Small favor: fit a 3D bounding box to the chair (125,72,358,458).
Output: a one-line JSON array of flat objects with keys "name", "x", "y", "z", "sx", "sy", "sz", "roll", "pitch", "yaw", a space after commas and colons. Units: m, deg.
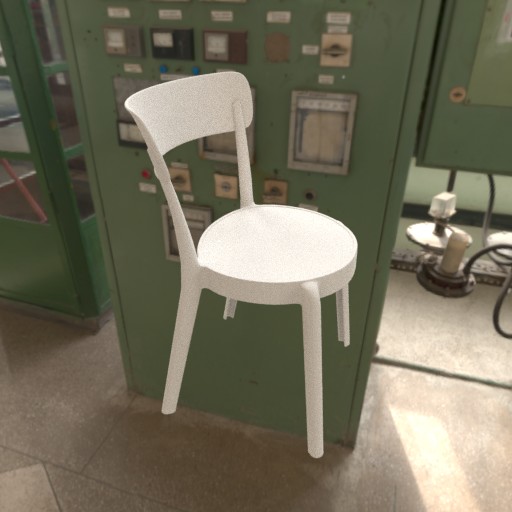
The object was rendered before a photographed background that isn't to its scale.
[{"name": "chair", "x": 0.000, "y": 0.000, "z": 1.115, "sx": 0.491, "sy": 0.790, "sz": 0.506, "roll": 10, "pitch": 32, "yaw": 16}]
